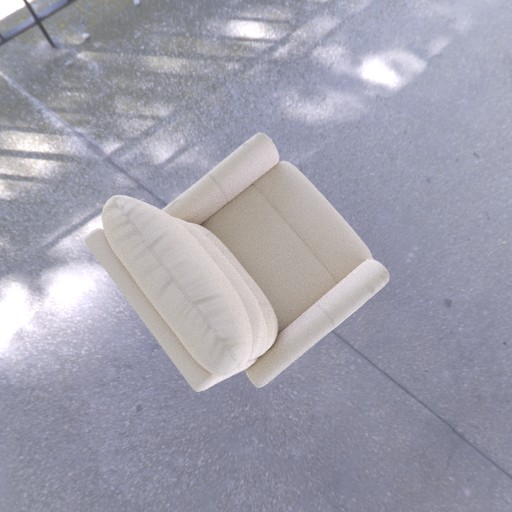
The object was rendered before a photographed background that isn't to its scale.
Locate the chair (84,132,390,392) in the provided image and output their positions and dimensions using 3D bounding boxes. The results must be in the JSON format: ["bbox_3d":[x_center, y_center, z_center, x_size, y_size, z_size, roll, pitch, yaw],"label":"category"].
[{"bbox_3d":[0.000,0.000,1.653,0.831,1.082,0.775,-38,79,-9],"label":"chair"}]
